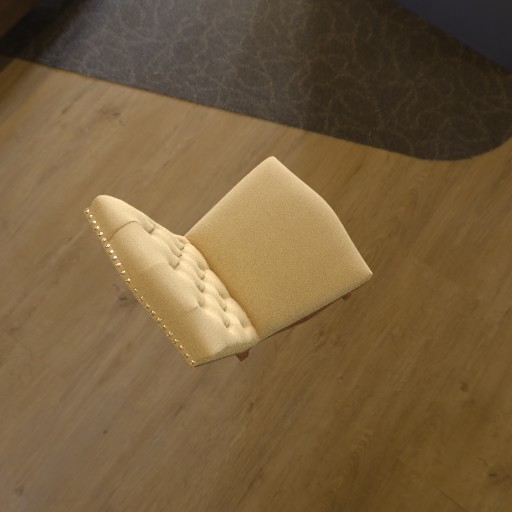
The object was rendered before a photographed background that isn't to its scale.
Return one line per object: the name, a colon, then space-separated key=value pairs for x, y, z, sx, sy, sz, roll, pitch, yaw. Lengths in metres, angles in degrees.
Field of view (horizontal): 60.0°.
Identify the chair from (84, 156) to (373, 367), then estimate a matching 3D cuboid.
chair: x=0.000 y=0.000 z=1.574 sx=0.715 sy=1.165 sz=0.623 roll=-36 pitch=78 yaw=-9
